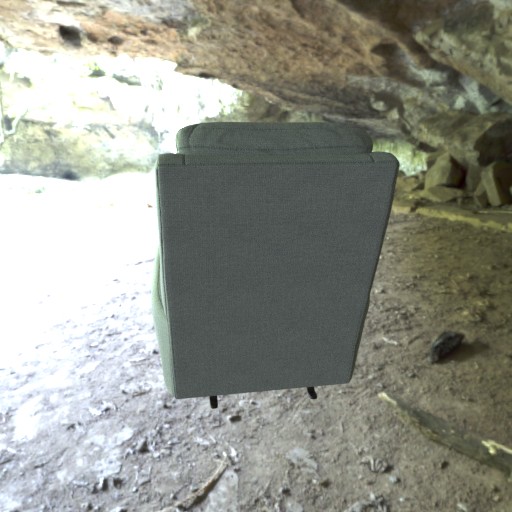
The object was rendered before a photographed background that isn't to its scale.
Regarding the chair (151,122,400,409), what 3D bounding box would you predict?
[{"bbox_3d":[0.000,0.000,1.820,0.829,1.030,1.080,-2,15,-9],"label":"chair"}]
